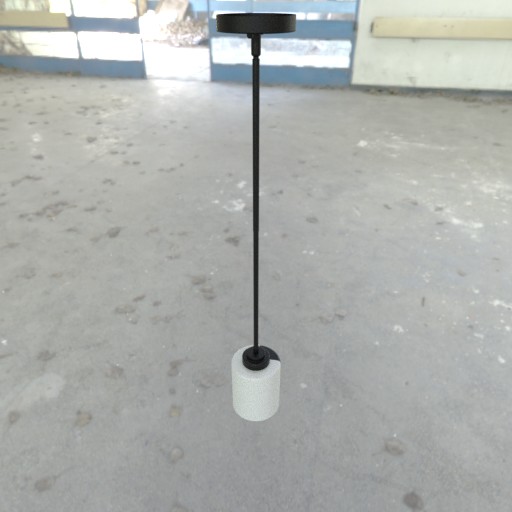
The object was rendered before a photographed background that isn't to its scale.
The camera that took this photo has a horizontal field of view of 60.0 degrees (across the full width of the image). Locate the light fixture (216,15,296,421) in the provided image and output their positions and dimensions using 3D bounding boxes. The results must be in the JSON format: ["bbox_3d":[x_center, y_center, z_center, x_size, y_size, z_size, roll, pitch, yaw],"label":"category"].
[{"bbox_3d":[0.000,0.000,0.901,0.123,0.863,0.123,8,32,13],"label":"light fixture"}]
